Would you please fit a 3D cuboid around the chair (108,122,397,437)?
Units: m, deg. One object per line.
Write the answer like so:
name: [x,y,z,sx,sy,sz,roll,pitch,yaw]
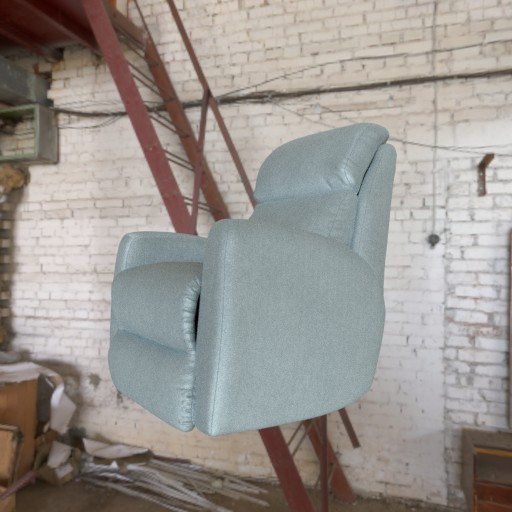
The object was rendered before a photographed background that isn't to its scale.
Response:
chair: [0.000,0.000,1.664,0.940,1.016,0.794,0,0,-37]
